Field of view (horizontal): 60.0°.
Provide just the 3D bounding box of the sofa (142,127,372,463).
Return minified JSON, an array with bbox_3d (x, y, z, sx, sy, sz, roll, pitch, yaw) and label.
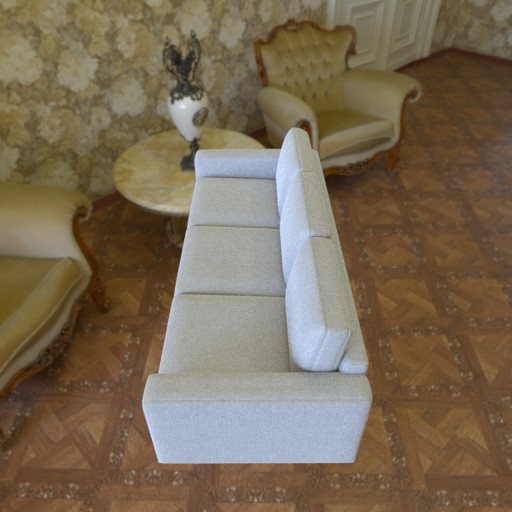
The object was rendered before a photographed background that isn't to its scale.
[{"bbox_3d":[0.000,0.000,2.583,0.900,0.800,2.120,0,40,0],"label":"sofa"}]
